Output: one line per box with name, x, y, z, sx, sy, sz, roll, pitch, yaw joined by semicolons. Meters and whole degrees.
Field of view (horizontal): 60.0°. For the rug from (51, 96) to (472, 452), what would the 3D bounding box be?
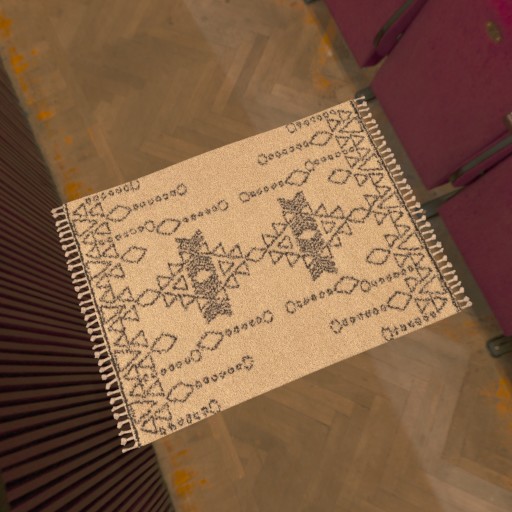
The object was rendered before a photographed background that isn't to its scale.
rug;0.000;0.000;3.746;3.027;0.028;2.125;-21;76;-5
